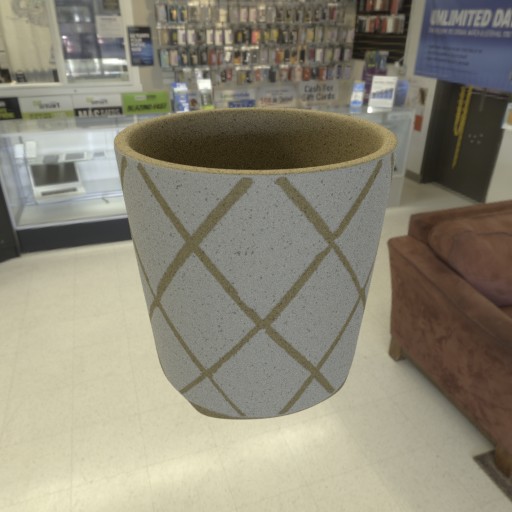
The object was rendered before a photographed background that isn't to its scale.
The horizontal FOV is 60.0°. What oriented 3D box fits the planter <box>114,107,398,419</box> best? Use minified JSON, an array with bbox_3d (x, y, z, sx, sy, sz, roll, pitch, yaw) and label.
[{"bbox_3d":[0.000,0.000,0.422,0.228,0.235,0.228,0,28,0],"label":"planter"}]
